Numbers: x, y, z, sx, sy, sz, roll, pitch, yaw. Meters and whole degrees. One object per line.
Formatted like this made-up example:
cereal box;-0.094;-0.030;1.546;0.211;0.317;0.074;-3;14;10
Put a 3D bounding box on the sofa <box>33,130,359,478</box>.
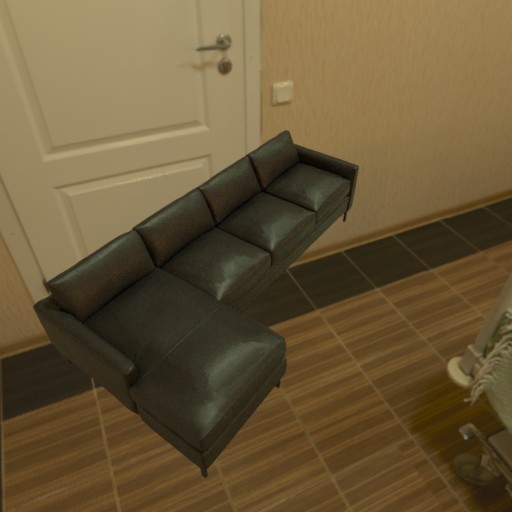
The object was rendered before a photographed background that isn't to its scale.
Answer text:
sofa;0.000;0.000;3.626;1.471;0.859;2.993;26;47;27
